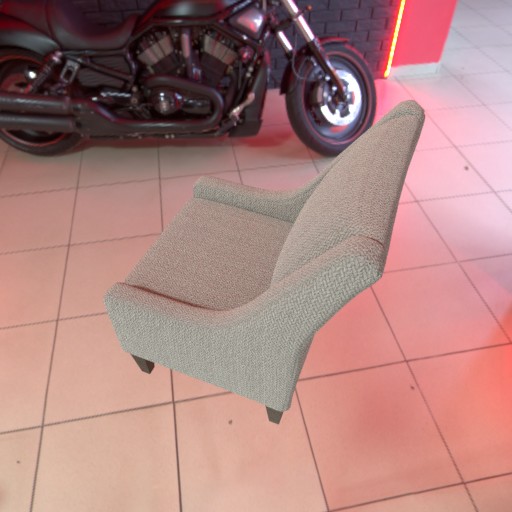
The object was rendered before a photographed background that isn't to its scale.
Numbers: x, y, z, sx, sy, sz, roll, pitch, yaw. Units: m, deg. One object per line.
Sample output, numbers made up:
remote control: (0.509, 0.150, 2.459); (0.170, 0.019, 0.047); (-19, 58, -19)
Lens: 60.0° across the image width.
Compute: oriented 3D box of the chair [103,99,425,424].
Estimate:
chair: (0.000, 0.000, 1.619); (0.870, 1.014, 0.774); (16, 49, 15)
